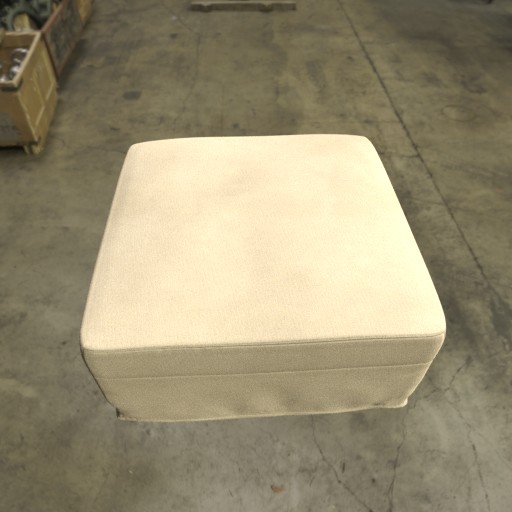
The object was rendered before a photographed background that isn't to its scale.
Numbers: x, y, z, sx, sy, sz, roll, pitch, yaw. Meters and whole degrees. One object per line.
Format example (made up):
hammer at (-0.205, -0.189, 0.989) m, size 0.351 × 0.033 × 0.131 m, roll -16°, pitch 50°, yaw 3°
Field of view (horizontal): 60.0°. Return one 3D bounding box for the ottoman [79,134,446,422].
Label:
ottoman at (0.000, 0.000, 1.358) m, size 0.842 × 0.441 × 0.843 m, roll -2°, pitch 46°, yaw -2°
